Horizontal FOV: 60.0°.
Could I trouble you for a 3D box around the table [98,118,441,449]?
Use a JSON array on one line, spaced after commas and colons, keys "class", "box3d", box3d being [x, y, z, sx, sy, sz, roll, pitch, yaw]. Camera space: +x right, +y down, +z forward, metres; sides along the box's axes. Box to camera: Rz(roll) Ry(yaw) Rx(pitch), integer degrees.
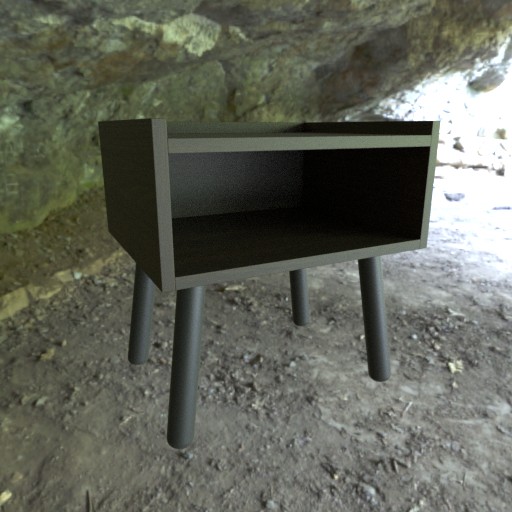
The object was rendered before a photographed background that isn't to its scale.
[{"class": "table", "box3d": [0.000, 0.000, 0.807, 0.450, 0.470, 0.370, -8, 18, -26]}]
